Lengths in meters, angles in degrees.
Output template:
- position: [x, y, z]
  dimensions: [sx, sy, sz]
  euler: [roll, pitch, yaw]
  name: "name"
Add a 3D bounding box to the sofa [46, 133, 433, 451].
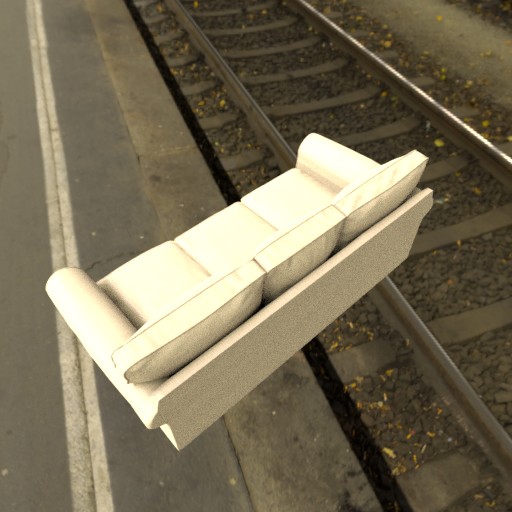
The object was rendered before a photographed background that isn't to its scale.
- position: [0.000, 0.000, 2.628]
  dimensions: [2.118, 0.889, 0.998]
  euler: [-34, 56, -27]
  name: "sofa"
